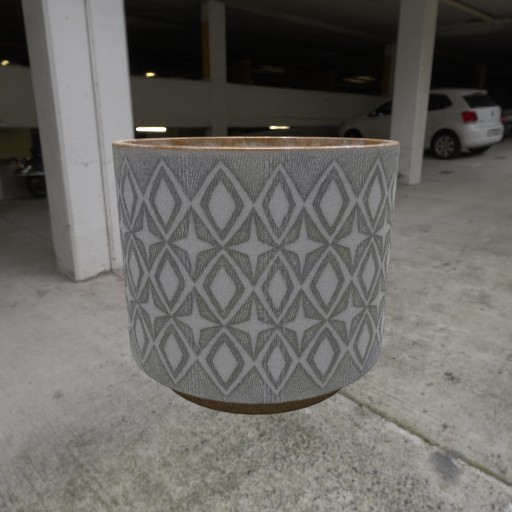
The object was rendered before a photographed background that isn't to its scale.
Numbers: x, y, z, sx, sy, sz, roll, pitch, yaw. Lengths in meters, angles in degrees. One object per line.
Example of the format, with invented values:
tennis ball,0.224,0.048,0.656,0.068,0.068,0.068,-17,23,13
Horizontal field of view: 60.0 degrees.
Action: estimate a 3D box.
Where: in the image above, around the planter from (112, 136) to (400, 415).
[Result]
planter,0.000,0.000,0.441,0.255,0.223,0.255,0,17,0
